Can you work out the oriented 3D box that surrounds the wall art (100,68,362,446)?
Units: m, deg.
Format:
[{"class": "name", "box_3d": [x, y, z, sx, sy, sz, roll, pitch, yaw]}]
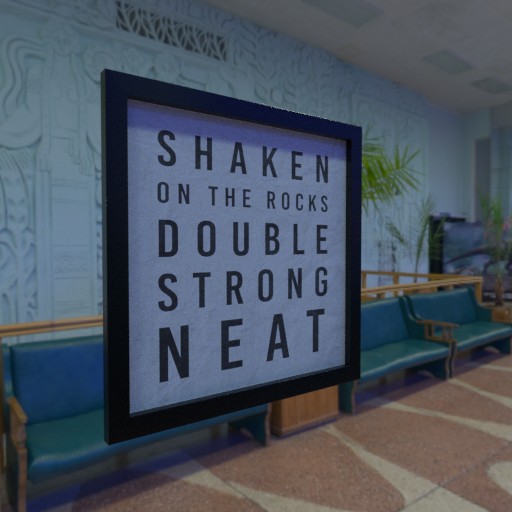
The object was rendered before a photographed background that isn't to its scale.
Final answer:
[{"class": "wall art", "box_3d": [0.000, 0.000, 0.517, 0.349, 0.349, 0.014, -1, 2, -36]}]
